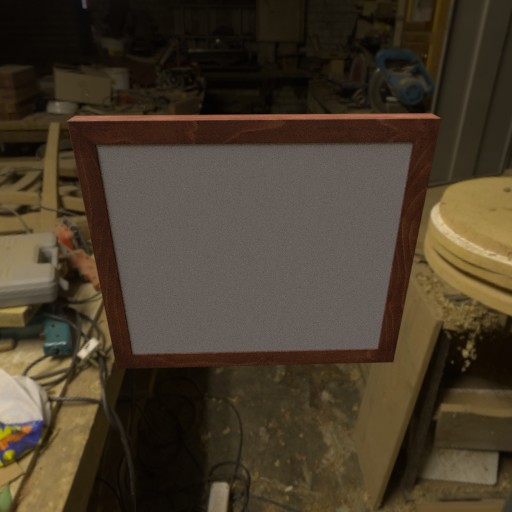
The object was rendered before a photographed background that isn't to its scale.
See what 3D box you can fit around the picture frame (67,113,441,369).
[{"bbox_3d":[0.000,0.000,0.541,0.381,0.330,0.025,-1,29,-2],"label":"picture frame"}]
